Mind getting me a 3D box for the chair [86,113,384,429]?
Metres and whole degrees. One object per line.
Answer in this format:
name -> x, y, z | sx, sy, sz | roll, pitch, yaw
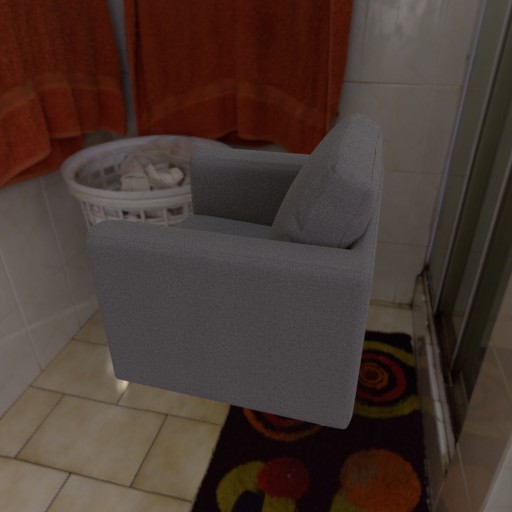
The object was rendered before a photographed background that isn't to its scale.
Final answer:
chair -> 0.000, 0.000, 1.572 | 0.800, 0.927, 0.854 | 8, 32, 14
